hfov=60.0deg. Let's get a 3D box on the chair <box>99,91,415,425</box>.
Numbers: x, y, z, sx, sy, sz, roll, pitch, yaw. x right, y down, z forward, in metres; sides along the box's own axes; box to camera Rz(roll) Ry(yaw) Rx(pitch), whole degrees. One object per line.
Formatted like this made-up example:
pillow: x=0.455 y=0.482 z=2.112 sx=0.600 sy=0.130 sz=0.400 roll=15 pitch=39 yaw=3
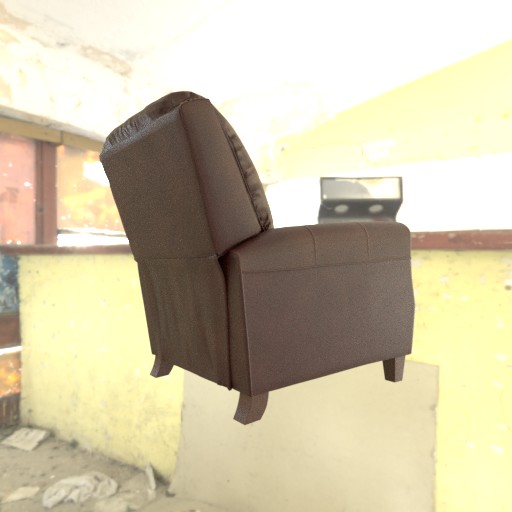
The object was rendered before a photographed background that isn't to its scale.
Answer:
chair: x=0.000 y=0.000 z=1.807 sx=1.089 sy=1.022 sz=0.826 roll=0 pitch=0 yaw=-36
